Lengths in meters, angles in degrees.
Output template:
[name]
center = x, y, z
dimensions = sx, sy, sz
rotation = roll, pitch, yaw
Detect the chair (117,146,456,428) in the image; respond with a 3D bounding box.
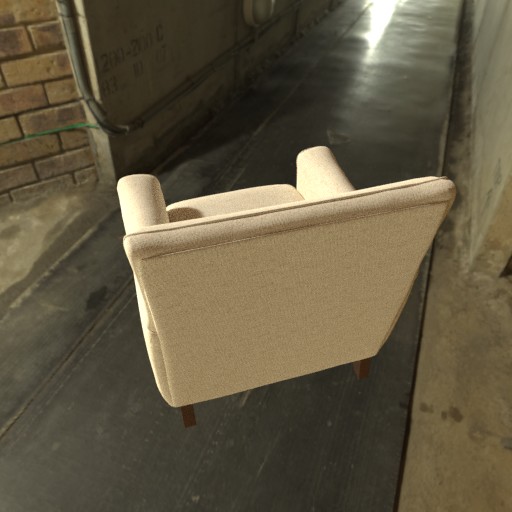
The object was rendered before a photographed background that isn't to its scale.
[chair]
center = 0.000, 0.000, 1.595
dimensions = 0.870, 0.943, 0.823
rotation = -11, 44, -12
